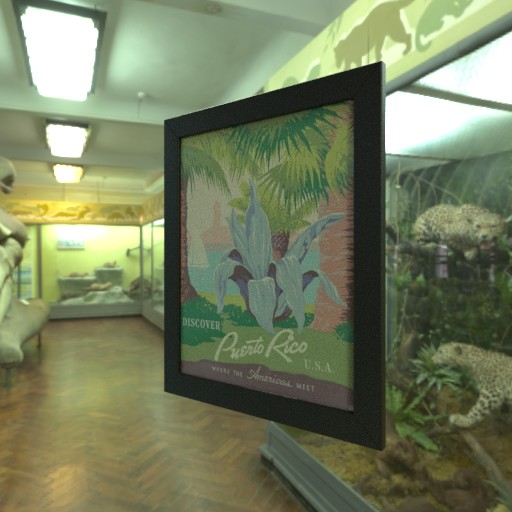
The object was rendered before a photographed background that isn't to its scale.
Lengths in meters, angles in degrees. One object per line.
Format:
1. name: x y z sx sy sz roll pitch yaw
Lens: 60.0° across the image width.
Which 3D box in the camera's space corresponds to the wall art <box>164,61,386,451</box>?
1. wall art: 0.000 0.000 0.810 0.481 0.582 0.018 0 0 37
